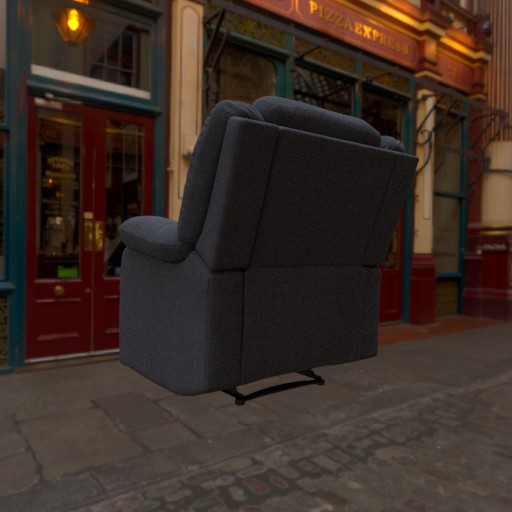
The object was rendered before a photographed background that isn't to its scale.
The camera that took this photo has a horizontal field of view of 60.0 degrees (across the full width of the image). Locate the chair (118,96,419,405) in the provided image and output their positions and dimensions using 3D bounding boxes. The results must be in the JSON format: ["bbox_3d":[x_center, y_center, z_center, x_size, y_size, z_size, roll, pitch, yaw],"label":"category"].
[{"bbox_3d":[0.000,0.000,1.757,0.899,1.008,0.944,0,0,-37],"label":"chair"}]
